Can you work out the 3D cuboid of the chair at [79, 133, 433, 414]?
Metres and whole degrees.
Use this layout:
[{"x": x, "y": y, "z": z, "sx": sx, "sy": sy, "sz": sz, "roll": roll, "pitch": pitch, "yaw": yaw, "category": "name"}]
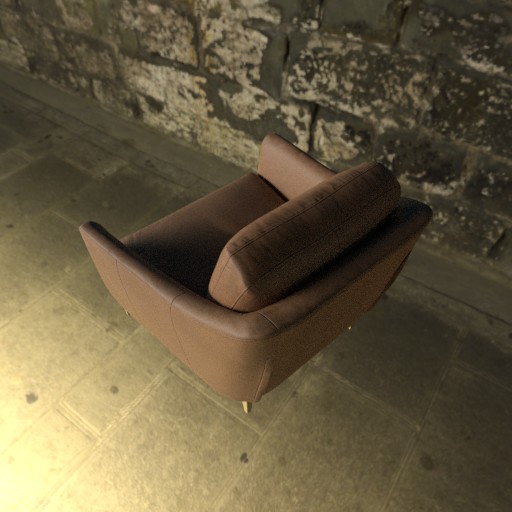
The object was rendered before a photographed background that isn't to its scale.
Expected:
[{"x": 0.000, "y": 0.000, "z": 1.742, "sx": 0.988, "sy": 0.895, "sz": 0.963, "roll": -32, "pitch": 55, "yaw": -26, "category": "chair"}]
